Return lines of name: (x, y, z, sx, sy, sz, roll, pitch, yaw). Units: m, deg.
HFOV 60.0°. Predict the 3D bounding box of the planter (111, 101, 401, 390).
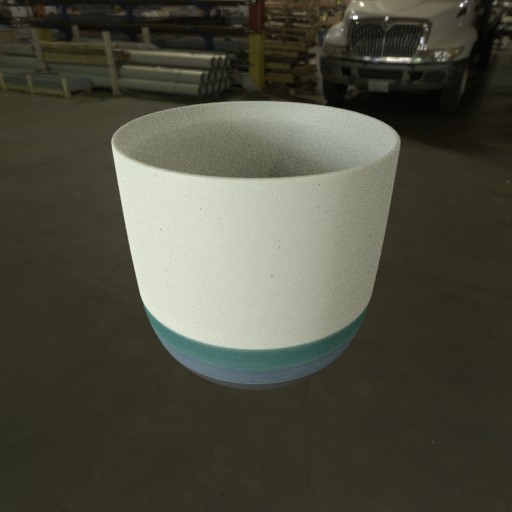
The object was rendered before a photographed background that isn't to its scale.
planter: (0.000, 0.000, 0.378, 0.204, 0.214, 0.204, 0, 31, 0)
